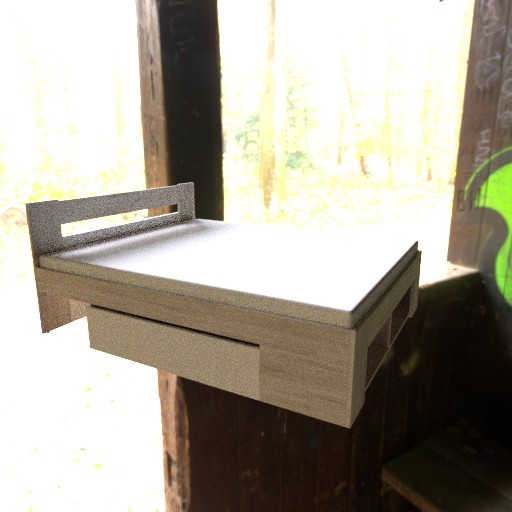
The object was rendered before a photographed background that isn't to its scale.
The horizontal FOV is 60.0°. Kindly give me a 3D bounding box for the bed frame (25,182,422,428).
[{"bbox_3d":[0.000,0.000,3.156,2.050,0.860,2.040,8,16,28],"label":"bed frame"}]
